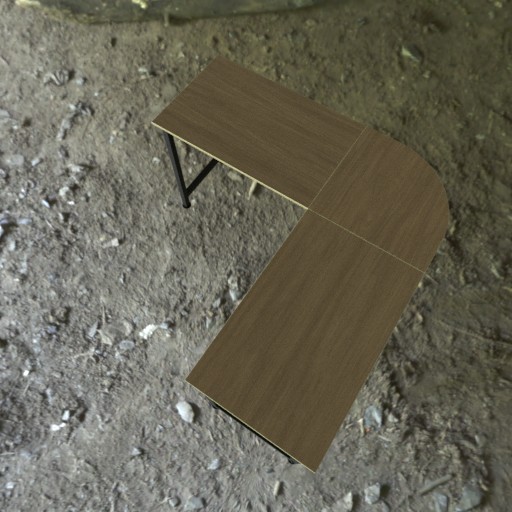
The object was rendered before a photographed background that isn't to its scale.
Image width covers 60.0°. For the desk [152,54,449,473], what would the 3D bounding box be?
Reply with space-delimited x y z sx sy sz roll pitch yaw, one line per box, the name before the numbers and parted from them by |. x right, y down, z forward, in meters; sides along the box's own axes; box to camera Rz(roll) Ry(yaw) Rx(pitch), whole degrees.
desk | 0.000 0.000 2.215 1.400 0.762 1.400 31 69 14
